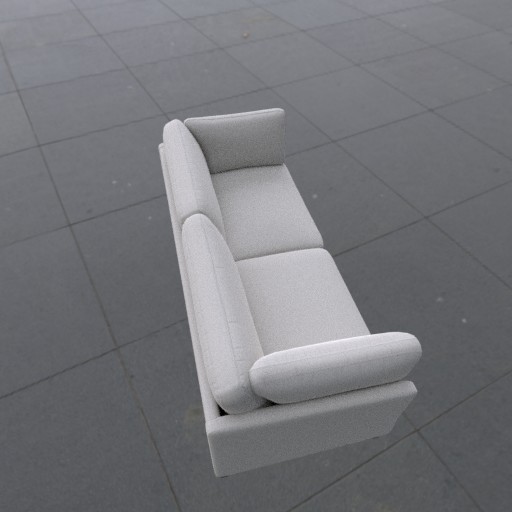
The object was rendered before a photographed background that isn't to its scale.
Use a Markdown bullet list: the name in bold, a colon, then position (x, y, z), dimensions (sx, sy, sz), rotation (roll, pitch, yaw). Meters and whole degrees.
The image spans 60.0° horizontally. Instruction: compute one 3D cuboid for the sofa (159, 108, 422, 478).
- **sofa**: position (0.000, 0.000, 2.762), dimensions (0.957, 0.863, 2.301), rotation (-10, 47, -10)
